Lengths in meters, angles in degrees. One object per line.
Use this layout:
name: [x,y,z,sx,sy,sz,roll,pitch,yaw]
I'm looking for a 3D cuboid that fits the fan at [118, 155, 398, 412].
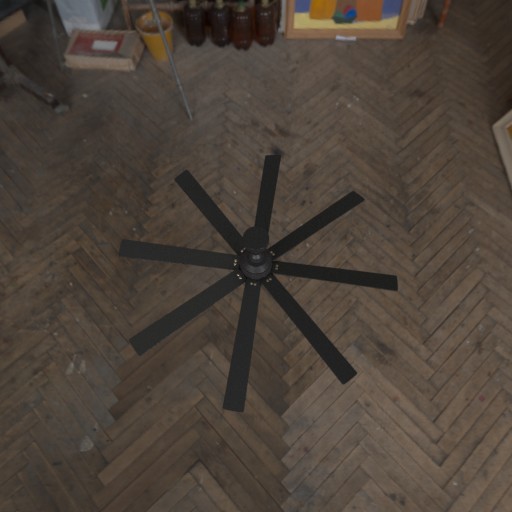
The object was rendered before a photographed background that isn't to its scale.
fan: [0.000,0.000,2.773,1.830,0.472,1.830,-34,68,-16]
